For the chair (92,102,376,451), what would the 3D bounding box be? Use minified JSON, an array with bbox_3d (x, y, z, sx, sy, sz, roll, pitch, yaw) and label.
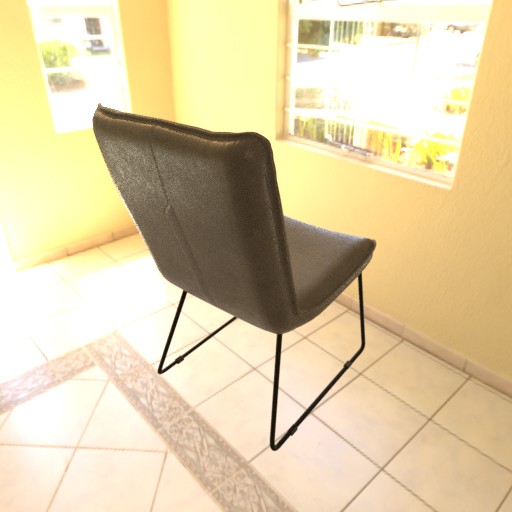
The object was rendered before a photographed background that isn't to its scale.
[{"bbox_3d":[0.000,0.000,1.341,0.515,0.932,0.688,21,36,33],"label":"chair"}]
